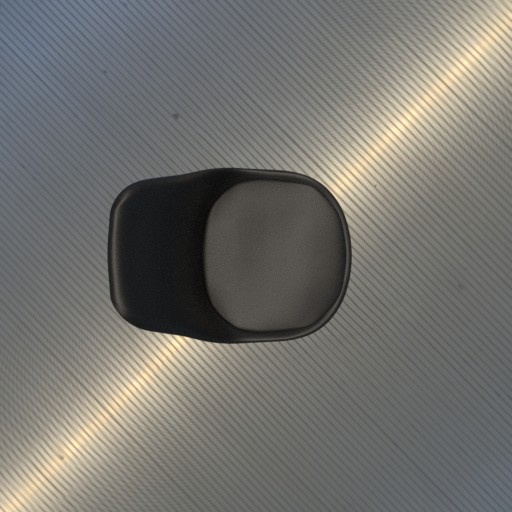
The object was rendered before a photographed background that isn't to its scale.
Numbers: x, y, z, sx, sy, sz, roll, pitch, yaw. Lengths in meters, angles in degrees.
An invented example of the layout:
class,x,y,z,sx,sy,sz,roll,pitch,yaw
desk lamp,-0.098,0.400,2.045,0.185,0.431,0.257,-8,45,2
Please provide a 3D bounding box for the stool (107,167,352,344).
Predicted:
class,x,y,z,sx,sy,sz,roll,pitch,yaw
stool,0.000,0.000,1.404,0.550,1.115,0.485,0,90,2
